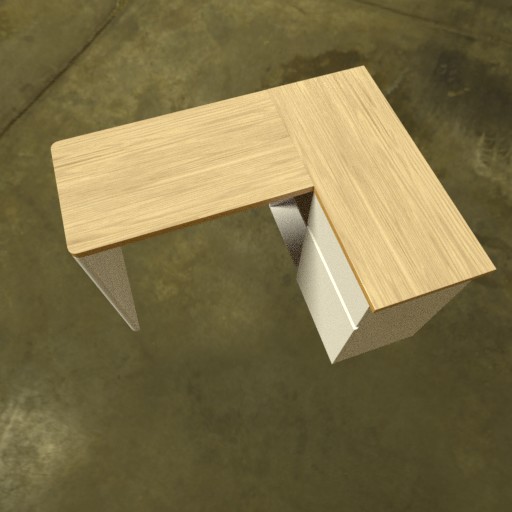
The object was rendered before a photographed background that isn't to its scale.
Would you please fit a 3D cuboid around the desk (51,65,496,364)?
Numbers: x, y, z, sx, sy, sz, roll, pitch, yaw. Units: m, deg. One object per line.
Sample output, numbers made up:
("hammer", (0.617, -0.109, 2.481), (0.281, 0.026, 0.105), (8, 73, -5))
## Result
("desk", (0.000, 0.000, 1.733), (1.170, 0.760, 0.900), (-17, 64, -8))
